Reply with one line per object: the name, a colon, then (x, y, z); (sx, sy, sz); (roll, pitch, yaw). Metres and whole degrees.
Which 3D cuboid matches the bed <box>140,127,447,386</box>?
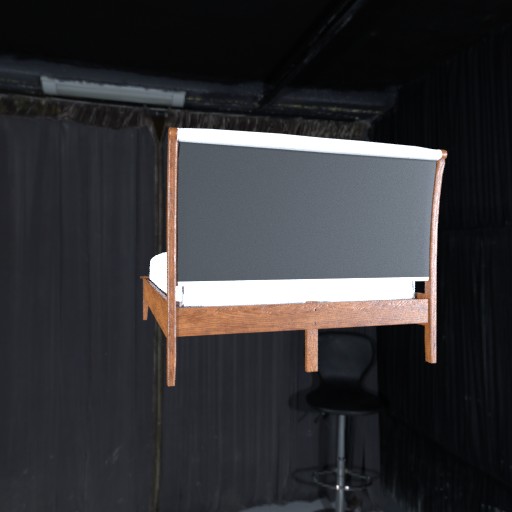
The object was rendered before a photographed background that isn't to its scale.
bed: (0.000, 0.000, 3.402); (1.612, 1.250, 2.380); (0, 0, -17)
